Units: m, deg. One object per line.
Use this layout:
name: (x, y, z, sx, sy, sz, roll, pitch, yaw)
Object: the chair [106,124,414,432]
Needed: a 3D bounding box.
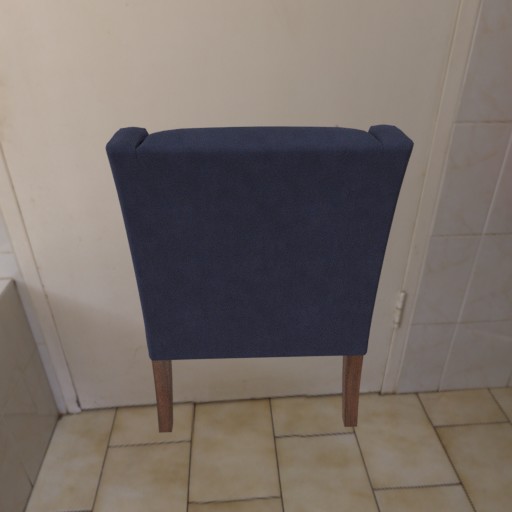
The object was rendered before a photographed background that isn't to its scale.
chair: (0.000, 0.000, 1.346, 0.629, 0.895, 0.629, -1, 31, -2)
